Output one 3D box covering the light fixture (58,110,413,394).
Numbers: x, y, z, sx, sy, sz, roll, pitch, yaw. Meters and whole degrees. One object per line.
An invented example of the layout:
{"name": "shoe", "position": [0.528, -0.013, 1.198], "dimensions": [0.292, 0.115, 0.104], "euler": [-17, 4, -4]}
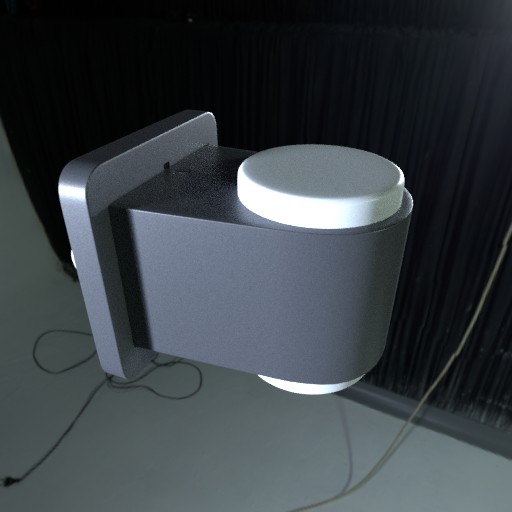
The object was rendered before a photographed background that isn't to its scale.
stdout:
{"name": "light fixture", "position": [0.000, 0.000, 0.213], "dimensions": [0.132, 0.109, 0.109], "euler": [12, 33, 18]}
